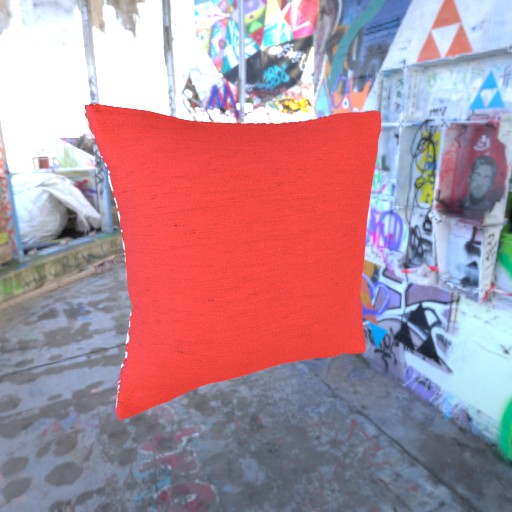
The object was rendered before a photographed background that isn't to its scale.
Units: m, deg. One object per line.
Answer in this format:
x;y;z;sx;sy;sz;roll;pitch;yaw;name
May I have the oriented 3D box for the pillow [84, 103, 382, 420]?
0.000;0.000;0.656;0.438;0.419;0.162;-8;18;-25;pillow
